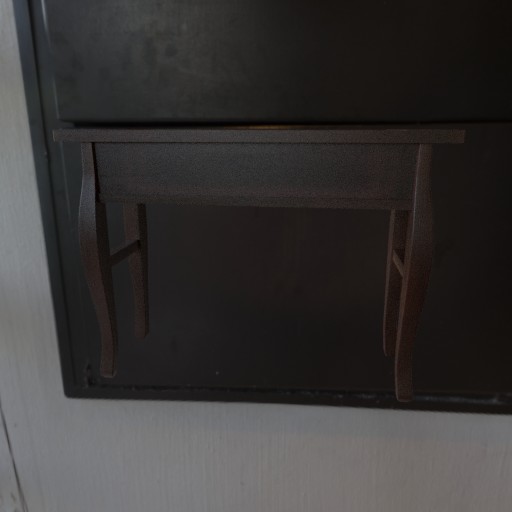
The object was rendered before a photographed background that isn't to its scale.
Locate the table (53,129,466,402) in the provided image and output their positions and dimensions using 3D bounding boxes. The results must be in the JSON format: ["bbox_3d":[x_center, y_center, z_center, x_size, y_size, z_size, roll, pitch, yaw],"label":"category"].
[{"bbox_3d":[0.000,0.000,1.401,1.062,0.768,0.373,2,16,8],"label":"table"}]
